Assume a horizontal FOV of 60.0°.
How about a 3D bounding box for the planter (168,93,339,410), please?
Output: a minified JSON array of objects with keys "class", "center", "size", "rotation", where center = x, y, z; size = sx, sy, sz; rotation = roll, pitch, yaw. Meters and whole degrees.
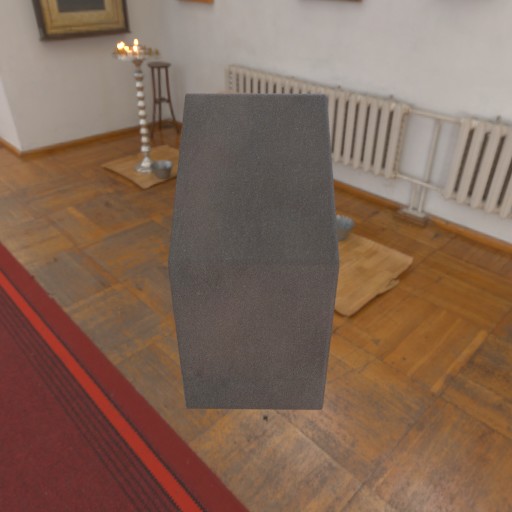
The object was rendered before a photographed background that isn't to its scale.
[{"class":"planter","center":[0.000,0.000,0.294],"size":[0.077,0.206,0.169],"rotation":[0,32,1]}]
